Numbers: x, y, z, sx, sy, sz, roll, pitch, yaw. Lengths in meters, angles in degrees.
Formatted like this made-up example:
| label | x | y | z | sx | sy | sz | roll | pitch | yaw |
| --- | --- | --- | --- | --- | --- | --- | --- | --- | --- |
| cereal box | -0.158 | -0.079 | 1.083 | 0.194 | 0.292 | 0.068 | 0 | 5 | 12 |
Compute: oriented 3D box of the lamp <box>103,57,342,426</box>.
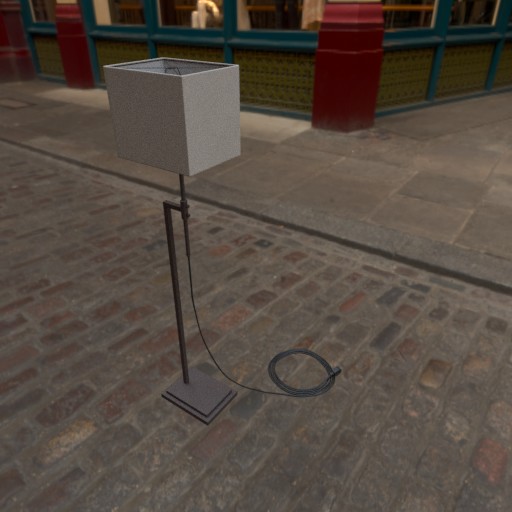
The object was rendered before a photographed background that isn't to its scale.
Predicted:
| label | x | y | z | sx | sy | sz | roll | pitch | yaw |
| --- | --- | --- | --- | --- | --- | --- | --- | --- | --- |
| lamp | 0.000 | 0.000 | 1.976 | 0.698 | 1.600 | 0.774 | 20 | 36 | 30 |
